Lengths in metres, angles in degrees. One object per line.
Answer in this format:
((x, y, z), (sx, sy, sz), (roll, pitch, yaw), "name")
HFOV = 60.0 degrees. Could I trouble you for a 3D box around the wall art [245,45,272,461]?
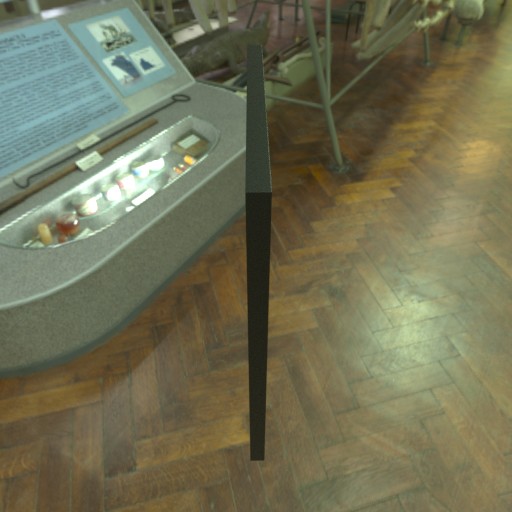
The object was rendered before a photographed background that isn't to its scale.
((0.000, 0.000, 0.547), (0.018, 0.397, 0.325), (0, 41, 0), "wall art")
